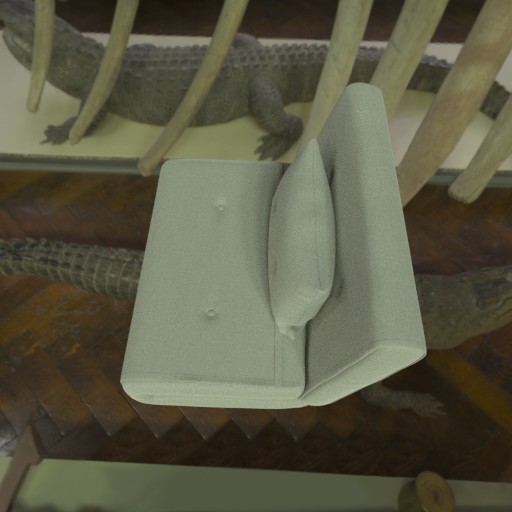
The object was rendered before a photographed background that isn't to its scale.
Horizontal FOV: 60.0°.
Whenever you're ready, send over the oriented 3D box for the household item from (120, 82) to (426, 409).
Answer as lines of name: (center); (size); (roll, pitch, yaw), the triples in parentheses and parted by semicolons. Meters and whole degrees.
household item: (0.000, 0.000, 1.644); (0.874, 0.800, 1.000); (2, 59, 1)
